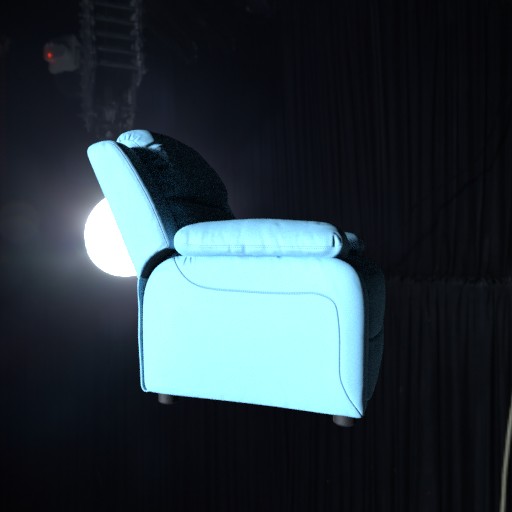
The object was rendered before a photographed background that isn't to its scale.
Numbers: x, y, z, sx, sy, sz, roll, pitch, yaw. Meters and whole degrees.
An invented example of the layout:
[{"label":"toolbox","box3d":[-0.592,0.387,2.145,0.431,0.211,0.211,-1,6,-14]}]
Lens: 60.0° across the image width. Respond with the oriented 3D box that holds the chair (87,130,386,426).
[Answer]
[{"label":"chair","box3d":[0.000,0.000,1.267,0.709,0.702,0.680,0,1,17]}]
